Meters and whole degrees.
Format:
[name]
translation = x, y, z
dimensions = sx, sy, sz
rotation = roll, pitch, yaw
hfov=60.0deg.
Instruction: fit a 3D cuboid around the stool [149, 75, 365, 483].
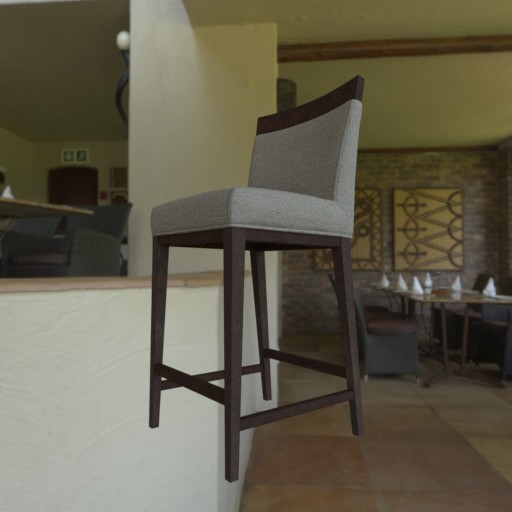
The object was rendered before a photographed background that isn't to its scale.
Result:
[stool]
translation = 0.000, 0.000, 1.433
dimensions = 0.531, 1.117, 0.511
rotation = 1, -1, -38
